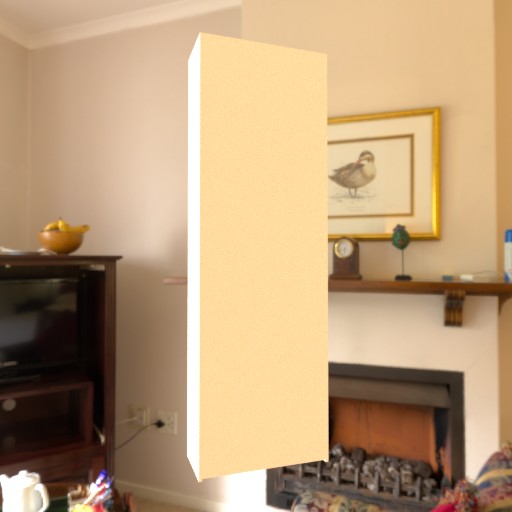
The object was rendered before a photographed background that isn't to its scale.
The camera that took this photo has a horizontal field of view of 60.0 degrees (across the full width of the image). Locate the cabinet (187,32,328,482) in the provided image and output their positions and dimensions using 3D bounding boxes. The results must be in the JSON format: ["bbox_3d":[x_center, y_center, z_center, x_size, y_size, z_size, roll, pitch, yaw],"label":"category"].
[{"bbox_3d":[0.000,0.000,1.810,0.520,1.630,0.255,0,-1,-19],"label":"cabinet"}]
